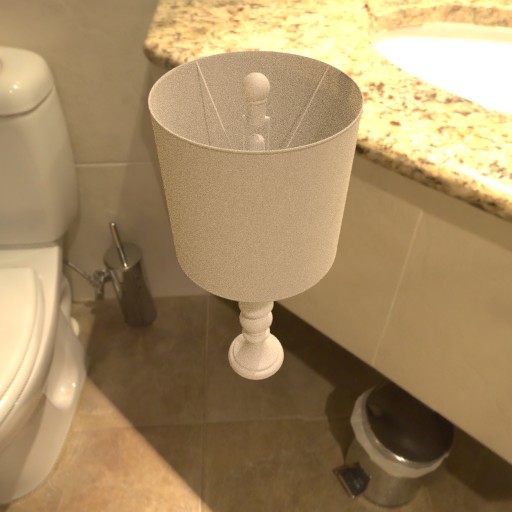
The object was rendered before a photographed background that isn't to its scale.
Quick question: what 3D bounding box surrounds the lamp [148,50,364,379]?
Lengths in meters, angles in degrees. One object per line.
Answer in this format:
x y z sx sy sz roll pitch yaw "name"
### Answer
0.000 0.000 0.719 0.250 0.597 0.250 -31 53 -26 "lamp"
